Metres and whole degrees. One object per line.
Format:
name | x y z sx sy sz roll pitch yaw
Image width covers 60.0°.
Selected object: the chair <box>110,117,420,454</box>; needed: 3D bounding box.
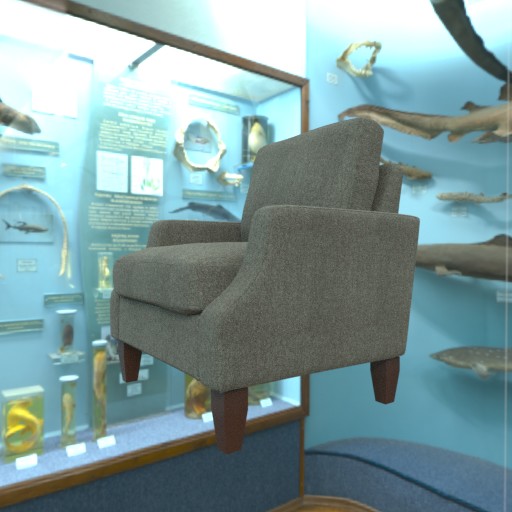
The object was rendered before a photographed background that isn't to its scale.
chair | 0.000 0.000 1.653 0.897 0.993 0.855 -1 1 -35
